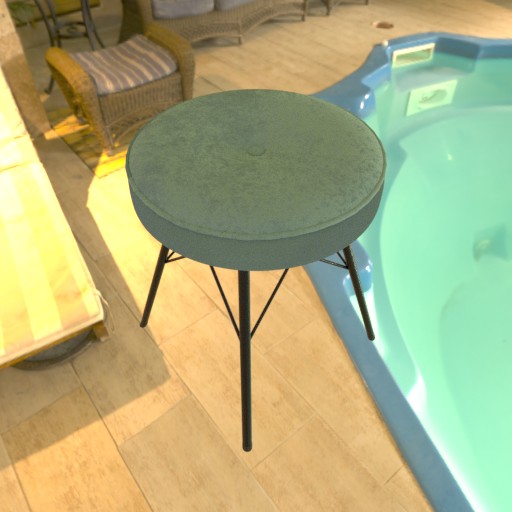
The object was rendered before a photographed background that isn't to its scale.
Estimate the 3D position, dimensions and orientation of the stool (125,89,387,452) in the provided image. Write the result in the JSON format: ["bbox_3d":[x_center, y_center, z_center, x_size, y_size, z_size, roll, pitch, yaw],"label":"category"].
[{"bbox_3d":[0.000,0.000,0.872,0.457,0.519,0.458,-25,51,-22],"label":"stool"}]
